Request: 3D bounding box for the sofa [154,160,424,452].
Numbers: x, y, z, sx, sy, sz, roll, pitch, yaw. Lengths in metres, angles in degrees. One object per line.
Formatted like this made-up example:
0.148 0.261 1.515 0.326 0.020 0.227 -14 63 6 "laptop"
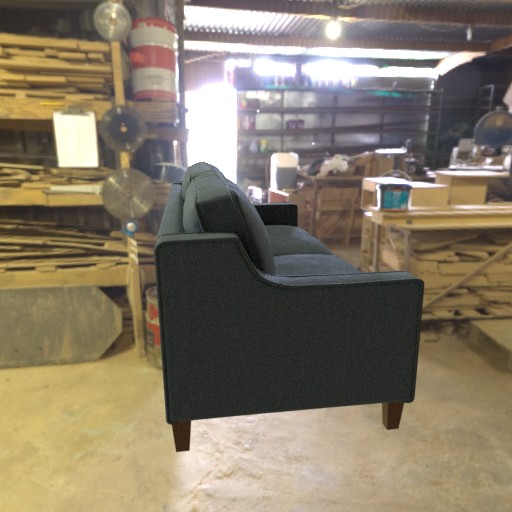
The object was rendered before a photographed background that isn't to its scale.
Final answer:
0.000 0.000 2.749 1.066 1.071 2.178 -2 15 -9 "sofa"
